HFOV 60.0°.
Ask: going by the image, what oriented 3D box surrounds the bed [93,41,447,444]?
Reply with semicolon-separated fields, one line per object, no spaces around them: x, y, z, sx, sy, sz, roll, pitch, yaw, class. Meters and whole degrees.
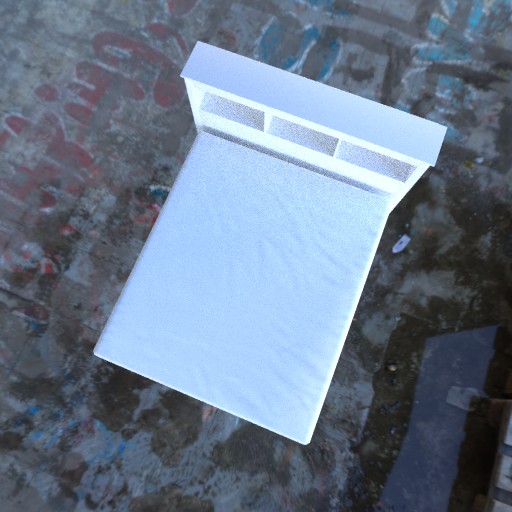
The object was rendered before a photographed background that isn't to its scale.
0.000;0.000;3.078;1.671;1.092;2.133;21;77;5;bed
